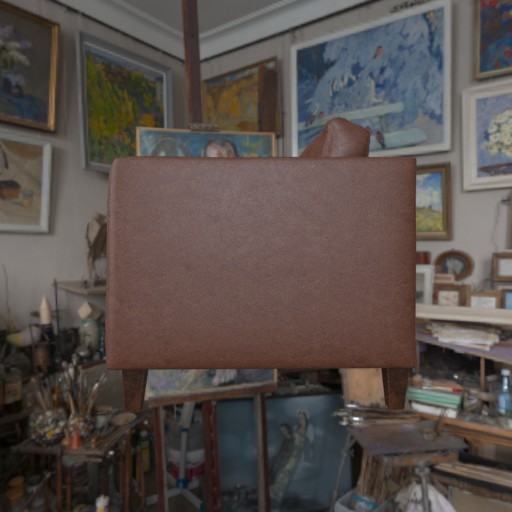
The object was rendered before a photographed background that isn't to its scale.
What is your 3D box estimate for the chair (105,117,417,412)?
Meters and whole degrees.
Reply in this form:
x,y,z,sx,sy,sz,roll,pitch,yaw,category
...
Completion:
x,y,z,sx,sy,sz,roll,pitch,yaw,category
0.000,0.000,1.830,0.959,0.917,1.107,0,1,-1,chair
